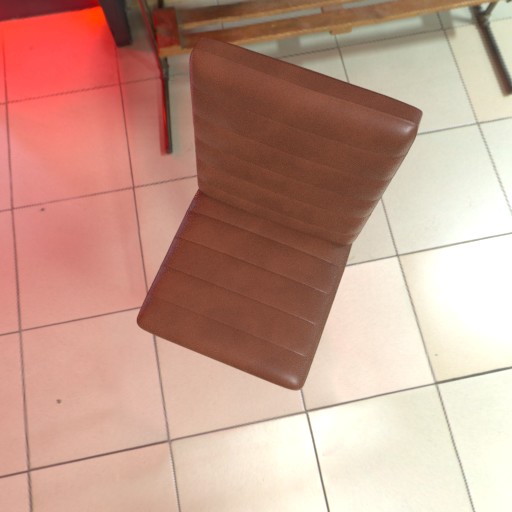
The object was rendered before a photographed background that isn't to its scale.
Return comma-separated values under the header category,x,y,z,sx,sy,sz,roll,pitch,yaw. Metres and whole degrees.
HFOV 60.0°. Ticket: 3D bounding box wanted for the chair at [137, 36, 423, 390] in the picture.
category,x,y,z,sx,sy,sz,roll,pitch,yaw
chair,0.000,0.000,1.295,0.520,0.930,0.634,21,76,5
